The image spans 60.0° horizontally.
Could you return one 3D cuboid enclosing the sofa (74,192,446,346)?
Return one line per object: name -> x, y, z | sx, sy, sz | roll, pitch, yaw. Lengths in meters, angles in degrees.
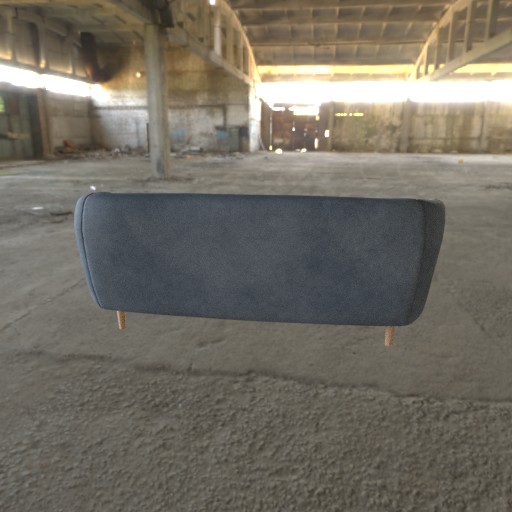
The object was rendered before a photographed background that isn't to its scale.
sofa -> 0.000, 0.000, 2.524 | 2.095, 0.795, 0.849 | 2, 16, 8
